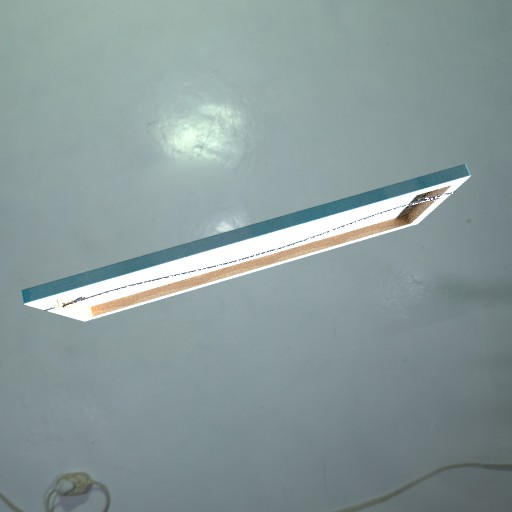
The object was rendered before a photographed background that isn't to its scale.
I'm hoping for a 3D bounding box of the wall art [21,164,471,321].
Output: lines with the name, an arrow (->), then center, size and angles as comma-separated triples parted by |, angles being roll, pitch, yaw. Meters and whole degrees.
wall art -> 0.000, 0.000, 0.841 | 0.759, 0.254, 0.044 | -16, 76, -4
